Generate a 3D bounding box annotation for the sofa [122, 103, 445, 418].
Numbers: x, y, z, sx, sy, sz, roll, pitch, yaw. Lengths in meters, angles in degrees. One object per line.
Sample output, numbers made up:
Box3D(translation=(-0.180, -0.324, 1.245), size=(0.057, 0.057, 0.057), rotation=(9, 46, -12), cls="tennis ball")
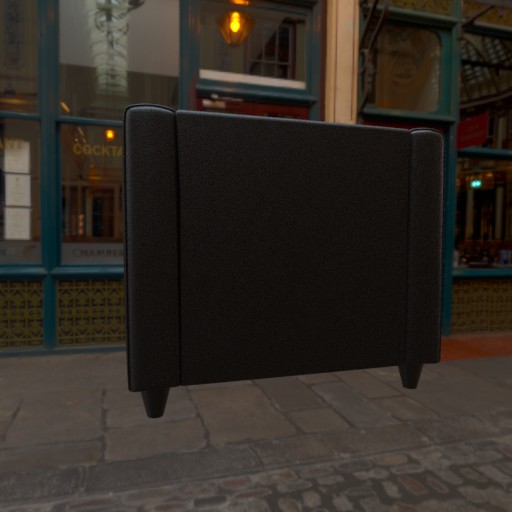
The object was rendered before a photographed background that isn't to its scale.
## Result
Box3D(translation=(0.000, 0.000, 1.460), size=(0.839, 0.724, 0.809), rotation=(-1, 2, -17), cls="sofa")
